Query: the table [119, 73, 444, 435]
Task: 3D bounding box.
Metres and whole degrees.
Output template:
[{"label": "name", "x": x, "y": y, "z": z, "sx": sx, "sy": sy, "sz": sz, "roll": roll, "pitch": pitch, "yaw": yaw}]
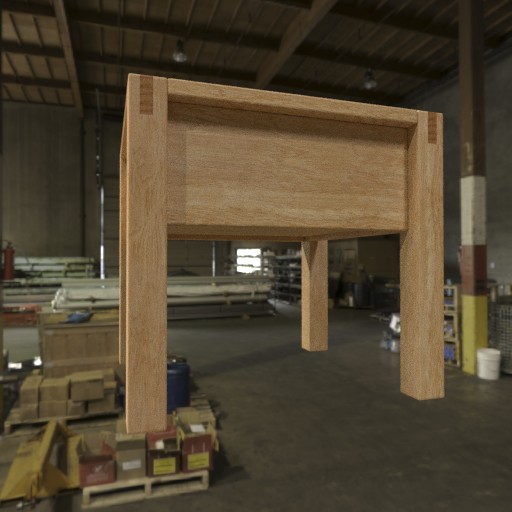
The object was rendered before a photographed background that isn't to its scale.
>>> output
[{"label": "table", "x": 0.000, "y": 0.000, "z": 0.832, "sx": 0.480, "sy": 0.450, "sz": 0.440, "roll": 0, "pitch": -1, "yaw": -18}]
